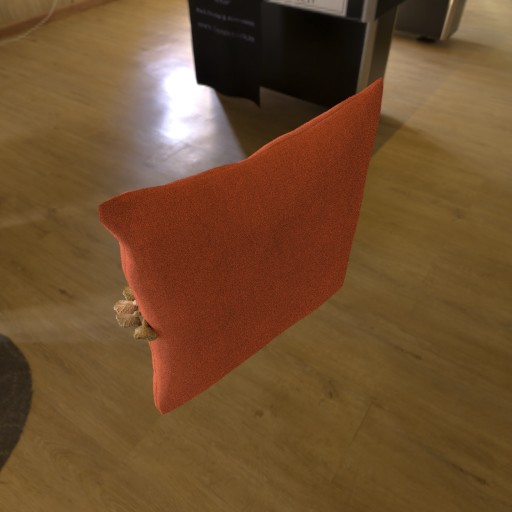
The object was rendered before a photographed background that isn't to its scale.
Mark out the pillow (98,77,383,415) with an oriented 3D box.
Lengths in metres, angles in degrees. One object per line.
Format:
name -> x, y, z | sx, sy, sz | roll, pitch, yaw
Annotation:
pillow -> 0.000, 0.000, 0.739 | 0.490, 0.482, 0.165 | -31, 54, -26
